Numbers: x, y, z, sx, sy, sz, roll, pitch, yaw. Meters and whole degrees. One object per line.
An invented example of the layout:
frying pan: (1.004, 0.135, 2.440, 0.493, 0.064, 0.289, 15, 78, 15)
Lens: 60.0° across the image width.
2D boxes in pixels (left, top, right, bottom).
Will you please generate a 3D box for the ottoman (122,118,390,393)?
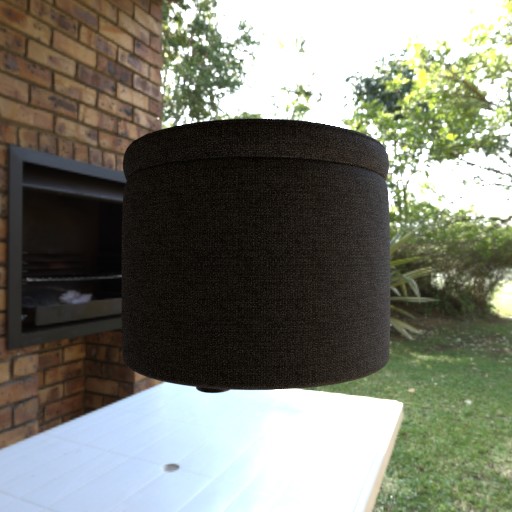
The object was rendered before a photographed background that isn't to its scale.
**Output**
ottoman: (0.000, 0.000, 0.897, 0.520, 0.430, 0.520, 0, -1, 0)
